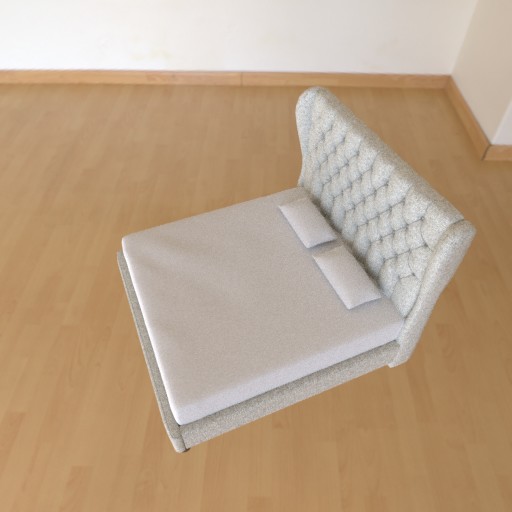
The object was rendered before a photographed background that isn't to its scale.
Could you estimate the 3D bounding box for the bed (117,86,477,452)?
[{"bbox_3d":[0.000,0.000,3.955,2.347,1.771,2.219,-18,51,-15],"label":"bed"}]
